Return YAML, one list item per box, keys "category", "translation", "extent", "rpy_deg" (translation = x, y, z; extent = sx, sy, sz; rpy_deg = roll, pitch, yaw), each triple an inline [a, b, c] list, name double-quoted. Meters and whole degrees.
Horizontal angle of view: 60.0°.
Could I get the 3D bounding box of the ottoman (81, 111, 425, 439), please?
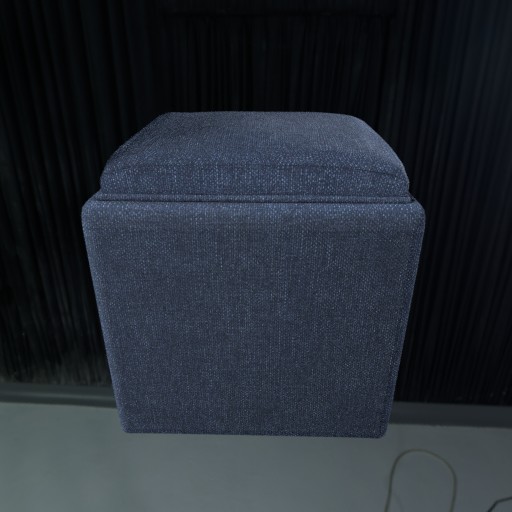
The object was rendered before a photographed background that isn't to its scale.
- category: "ottoman"
  translation: [0.000, 0.000, 0.839]
  extent: [0.454, 0.493, 0.436]
  rpy_deg: [1, 27, 1]
